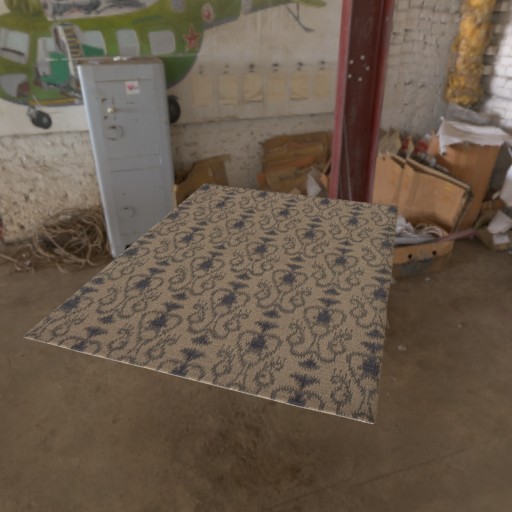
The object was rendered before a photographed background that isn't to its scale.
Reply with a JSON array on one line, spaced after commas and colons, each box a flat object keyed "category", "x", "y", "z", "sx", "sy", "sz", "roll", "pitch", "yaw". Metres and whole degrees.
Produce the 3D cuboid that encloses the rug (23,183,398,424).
[{"category": "rug", "x": 0.000, "y": 0.000, "z": 4.123, "sx": 2.437, "sy": 0.015, "sz": 3.205, "roll": 9, "pitch": 31, "yaw": 15}]
